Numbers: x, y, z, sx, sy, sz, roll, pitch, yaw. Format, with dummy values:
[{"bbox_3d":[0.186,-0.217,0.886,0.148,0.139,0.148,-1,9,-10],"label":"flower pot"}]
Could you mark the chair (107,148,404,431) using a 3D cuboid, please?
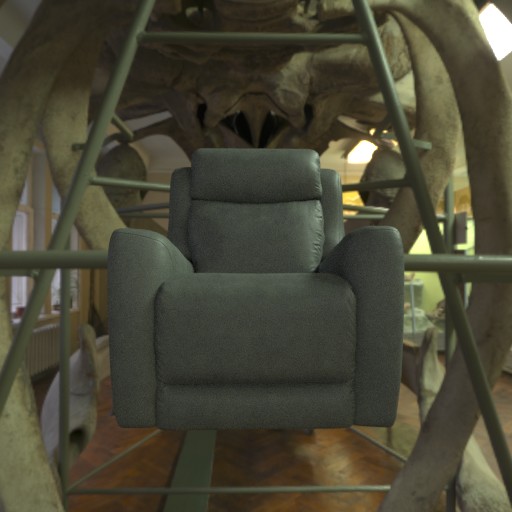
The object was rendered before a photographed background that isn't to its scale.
[{"bbox_3d":[0.000,0.000,1.893,0.965,1.116,1.068,0,-1,0],"label":"chair"}]
